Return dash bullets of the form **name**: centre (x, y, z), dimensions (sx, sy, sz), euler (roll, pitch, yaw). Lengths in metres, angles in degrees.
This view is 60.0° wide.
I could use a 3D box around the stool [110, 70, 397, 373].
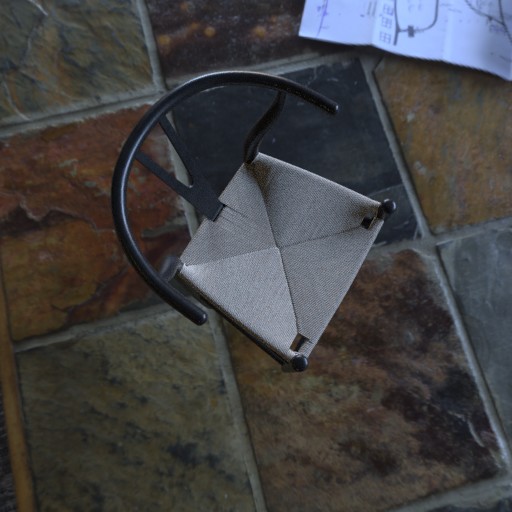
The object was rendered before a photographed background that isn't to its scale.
- **stool**: centre (0.000, 0.000, 1.394), dimensions (0.579, 1.072, 0.569), euler (30, 78, 7)
